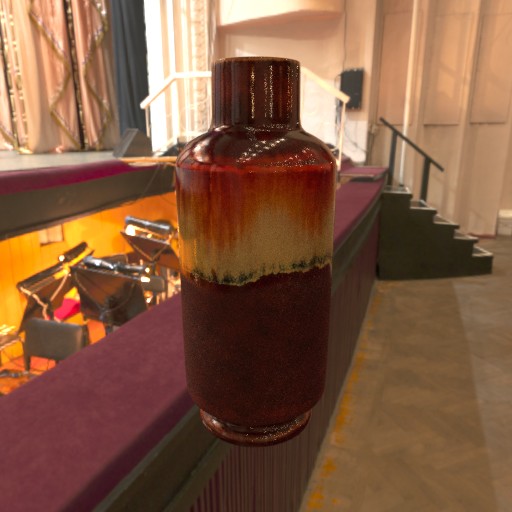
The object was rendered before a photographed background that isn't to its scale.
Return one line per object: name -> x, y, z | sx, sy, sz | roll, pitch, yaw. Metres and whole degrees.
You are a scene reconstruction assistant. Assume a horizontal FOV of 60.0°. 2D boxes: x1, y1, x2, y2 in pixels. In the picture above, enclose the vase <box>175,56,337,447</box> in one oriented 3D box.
vase -> 0.000, 0.000, 0.324 | 0.111, 0.261, 0.111 | 0, 17, 0
